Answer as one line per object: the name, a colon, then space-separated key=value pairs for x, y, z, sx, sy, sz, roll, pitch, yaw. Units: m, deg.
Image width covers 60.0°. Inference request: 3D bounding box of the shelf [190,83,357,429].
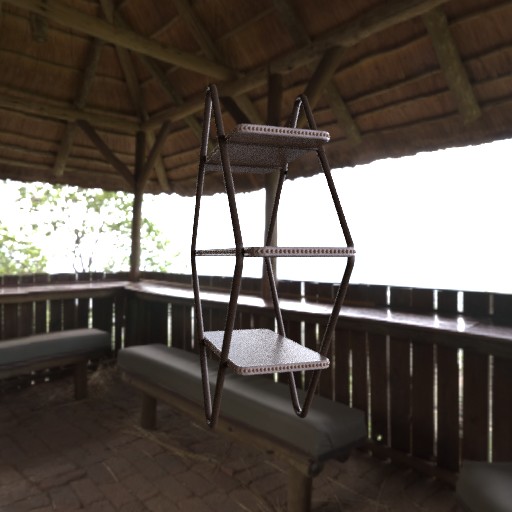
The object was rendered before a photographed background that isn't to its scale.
shelf: x=0.000 y=0.000 z=1.042 sx=0.234 sy=0.774 sz=0.609 roll=0 pitch=0 yaw=-18
